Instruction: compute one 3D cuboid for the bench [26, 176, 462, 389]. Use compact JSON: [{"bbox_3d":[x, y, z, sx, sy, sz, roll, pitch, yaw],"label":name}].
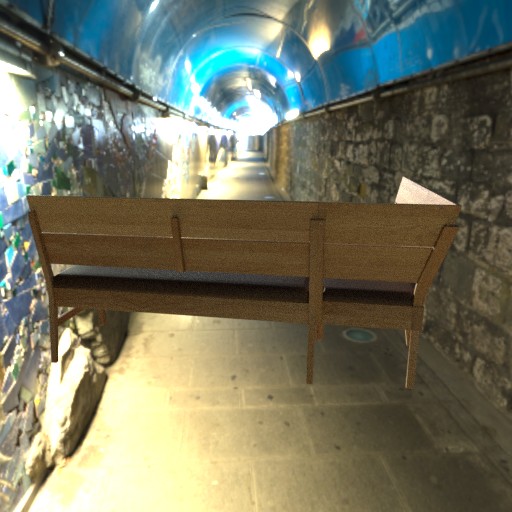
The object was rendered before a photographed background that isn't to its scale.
[{"bbox_3d":[0.000,0.000,2.769,1.975,0.890,1.549,2,15,9],"label":"bench"}]
